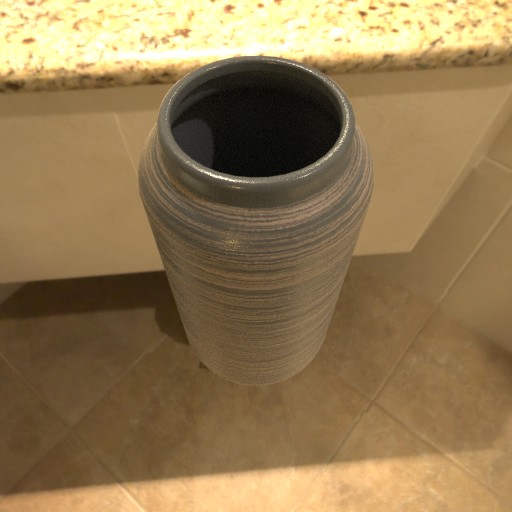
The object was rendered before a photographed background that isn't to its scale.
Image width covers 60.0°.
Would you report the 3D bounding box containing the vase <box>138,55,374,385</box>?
[{"bbox_3d":[0.000,0.000,0.289,0.116,0.230,0.116,0,57,0],"label":"vase"}]
